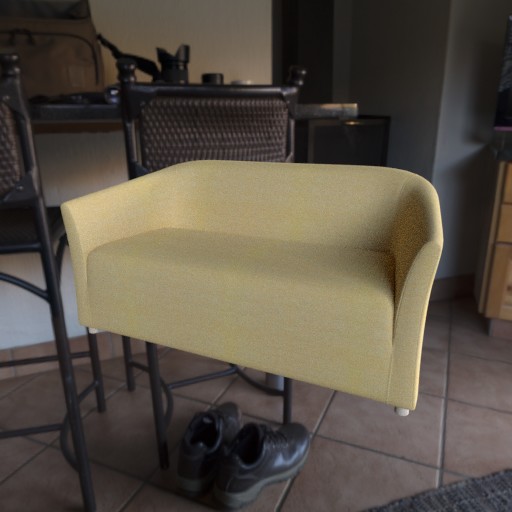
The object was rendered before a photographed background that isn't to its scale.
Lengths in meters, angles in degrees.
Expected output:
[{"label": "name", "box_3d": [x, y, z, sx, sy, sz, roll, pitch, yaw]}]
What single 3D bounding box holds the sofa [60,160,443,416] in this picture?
[{"label": "sofa", "box_3d": [0.000, 0.000, 1.857, 1.452, 0.721, 0.705, 8, 18, 25]}]
